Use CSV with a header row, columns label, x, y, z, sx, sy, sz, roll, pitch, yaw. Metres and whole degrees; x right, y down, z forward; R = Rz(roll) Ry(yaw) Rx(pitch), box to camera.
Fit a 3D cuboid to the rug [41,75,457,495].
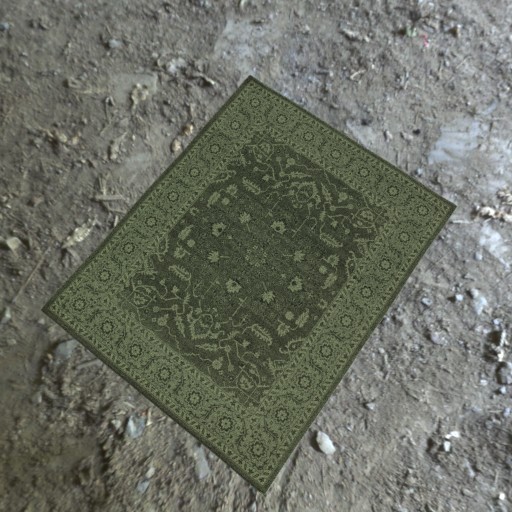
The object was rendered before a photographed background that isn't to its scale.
label,x,y,z,sx,sy,sz,roll,pitch,yaw
rug,0.000,0.000,4.026,2.451,0.026,3.069,36,77,10
